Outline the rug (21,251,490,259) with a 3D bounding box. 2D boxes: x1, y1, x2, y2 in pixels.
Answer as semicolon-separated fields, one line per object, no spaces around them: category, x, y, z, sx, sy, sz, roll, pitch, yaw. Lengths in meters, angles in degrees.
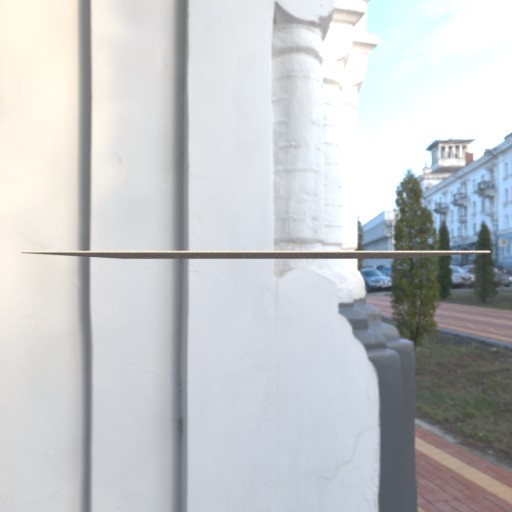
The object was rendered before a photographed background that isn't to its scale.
rug;0.000;0.000;2.775;2.142;0.010;1.533;0;-1;1
